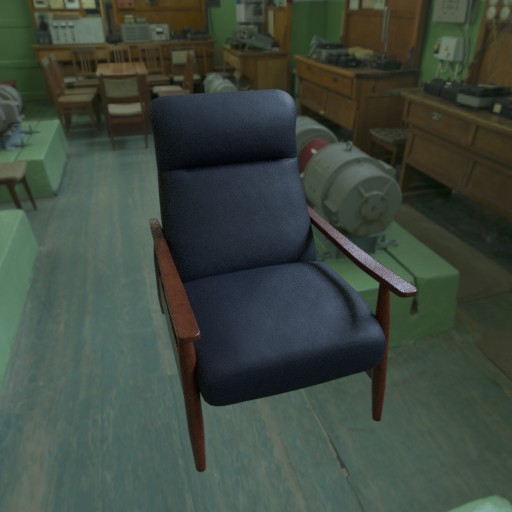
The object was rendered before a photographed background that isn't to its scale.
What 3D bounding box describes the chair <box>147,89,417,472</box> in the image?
[{"bbox_3d":[0.000,0.000,1.757,0.762,1.082,1.014,-9,32,-15],"label":"chair"}]
